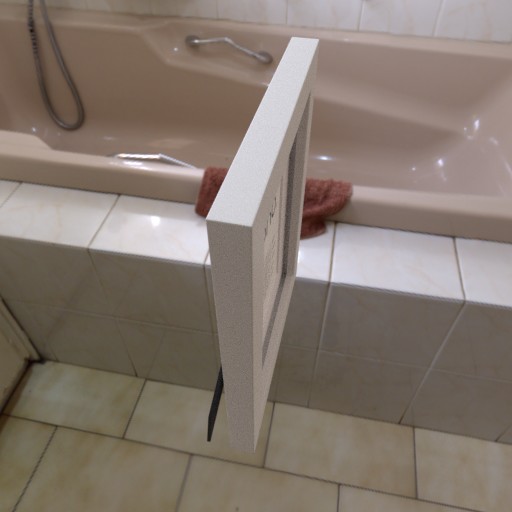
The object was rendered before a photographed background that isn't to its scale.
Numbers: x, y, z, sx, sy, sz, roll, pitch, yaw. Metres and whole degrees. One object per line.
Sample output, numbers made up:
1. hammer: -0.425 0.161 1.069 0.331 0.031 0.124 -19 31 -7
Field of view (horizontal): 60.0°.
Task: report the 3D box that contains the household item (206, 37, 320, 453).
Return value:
1. household item: 0.000 0.000 0.339 0.045 0.250 0.200 10 47 9
